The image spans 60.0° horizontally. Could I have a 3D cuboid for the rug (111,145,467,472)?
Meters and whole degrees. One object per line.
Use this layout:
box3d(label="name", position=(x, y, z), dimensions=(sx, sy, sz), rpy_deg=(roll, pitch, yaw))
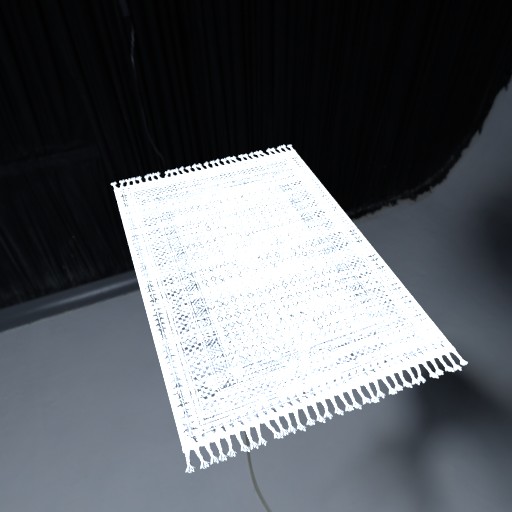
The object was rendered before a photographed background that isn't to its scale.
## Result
box3d(label="rug", position=(0.000, 0.000, 2.331), dimensions=(1.243, 0.013, 1.872), rpy_deg=(-15, 48, -14))
